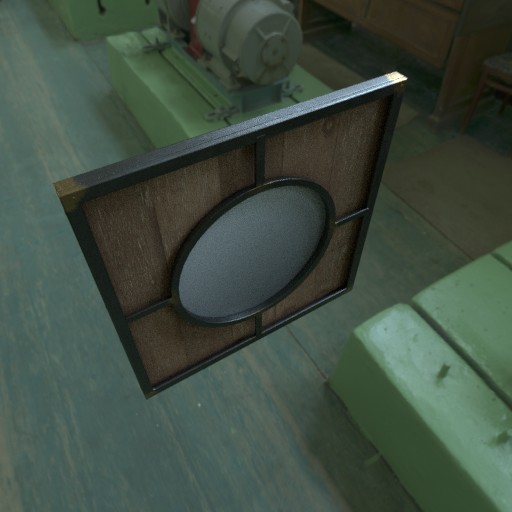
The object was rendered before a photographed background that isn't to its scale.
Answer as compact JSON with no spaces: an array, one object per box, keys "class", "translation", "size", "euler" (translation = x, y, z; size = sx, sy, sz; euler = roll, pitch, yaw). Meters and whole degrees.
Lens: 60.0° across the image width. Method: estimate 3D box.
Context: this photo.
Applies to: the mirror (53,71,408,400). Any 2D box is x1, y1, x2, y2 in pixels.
[{"class":"mirror","translation":[0.000,0.000,0.567],"size":[0.382,0.381,0.020],"euler":[-24,52,-20]}]
